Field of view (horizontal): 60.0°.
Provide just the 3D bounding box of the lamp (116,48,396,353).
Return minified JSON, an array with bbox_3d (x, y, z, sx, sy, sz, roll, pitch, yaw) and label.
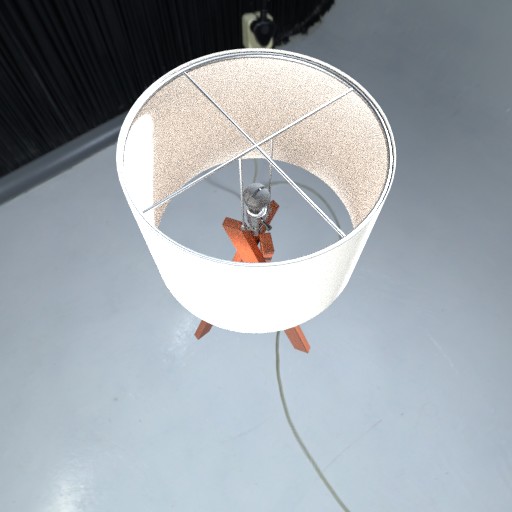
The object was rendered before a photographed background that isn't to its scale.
[{"bbox_3d":[0.000,0.000,0.913,0.380,0.686,0.380,-34,68,-16],"label":"lamp"}]
